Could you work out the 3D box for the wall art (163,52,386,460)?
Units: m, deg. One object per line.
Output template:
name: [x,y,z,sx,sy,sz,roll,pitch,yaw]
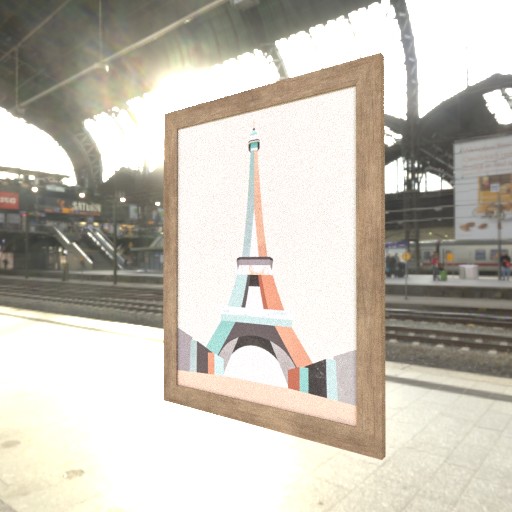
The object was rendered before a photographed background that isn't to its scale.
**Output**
wall art: [0.000,0.000,0.908,0.534,0.686,0.018,0,-1,36]
